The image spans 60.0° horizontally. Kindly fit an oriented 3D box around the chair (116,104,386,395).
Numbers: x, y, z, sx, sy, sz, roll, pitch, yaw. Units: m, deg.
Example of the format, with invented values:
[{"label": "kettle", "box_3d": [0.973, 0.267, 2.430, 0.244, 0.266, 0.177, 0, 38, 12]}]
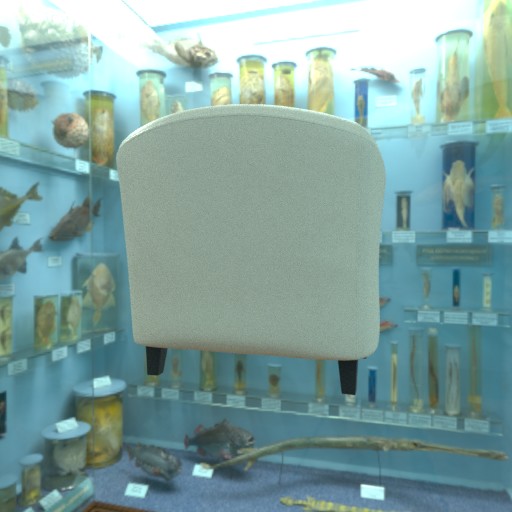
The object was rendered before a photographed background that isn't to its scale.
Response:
[{"label": "chair", "box_3d": [0.000, 0.000, 1.423, 0.792, 0.756, 0.727, 0, 1, 18]}]
